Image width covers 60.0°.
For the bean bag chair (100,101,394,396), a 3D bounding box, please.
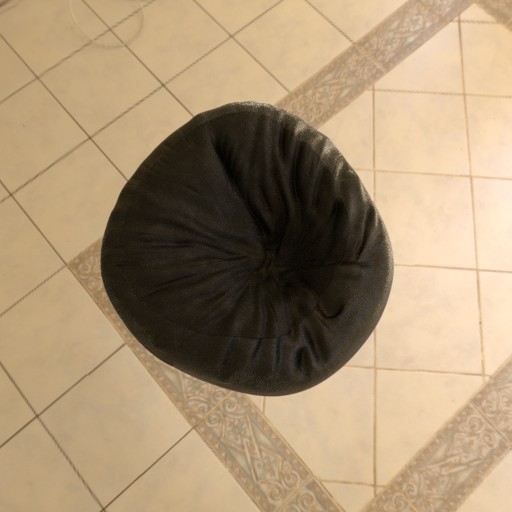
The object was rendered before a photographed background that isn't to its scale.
[{"bbox_3d":[0.000,0.000,2.504,1.524,0.878,1.524,38,78,9],"label":"bean bag chair"}]
